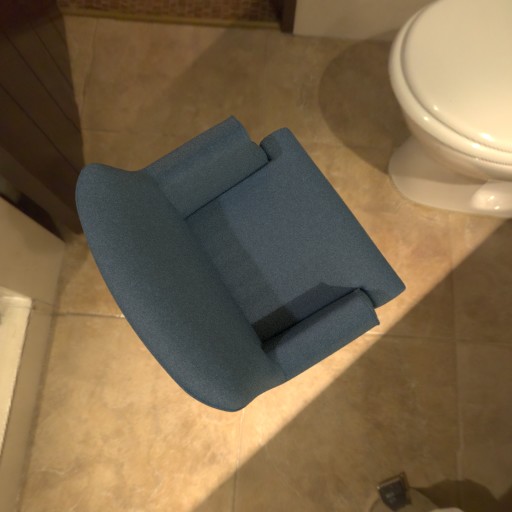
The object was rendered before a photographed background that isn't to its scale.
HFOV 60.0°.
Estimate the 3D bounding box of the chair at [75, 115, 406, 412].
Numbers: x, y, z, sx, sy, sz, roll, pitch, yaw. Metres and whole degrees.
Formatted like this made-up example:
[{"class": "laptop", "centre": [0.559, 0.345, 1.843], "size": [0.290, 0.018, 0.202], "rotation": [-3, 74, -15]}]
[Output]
[{"class": "chair", "centre": [0.000, 0.000, 1.440], "size": [0.754, 0.878, 0.770], "rotation": [-32, 78, -8]}]
